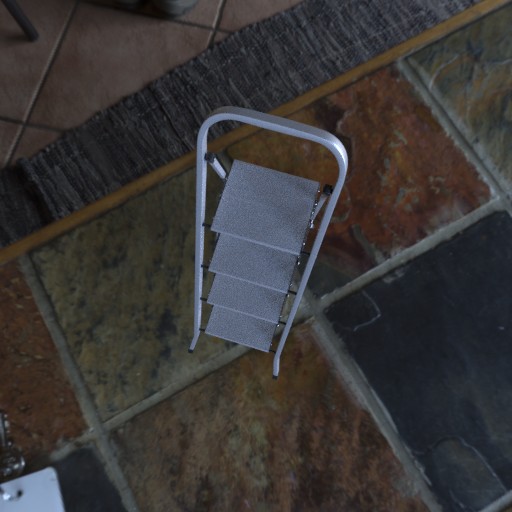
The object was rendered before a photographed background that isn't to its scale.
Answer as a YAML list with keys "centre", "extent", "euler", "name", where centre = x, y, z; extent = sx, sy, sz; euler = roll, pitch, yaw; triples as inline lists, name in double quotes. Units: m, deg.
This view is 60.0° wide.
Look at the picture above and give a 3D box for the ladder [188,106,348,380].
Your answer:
- centre: [0.000, 0.000, 1.683]
  extent: [0.465, 1.290, 0.830]
  euler: [16, 76, 4]
  name: "ladder"
